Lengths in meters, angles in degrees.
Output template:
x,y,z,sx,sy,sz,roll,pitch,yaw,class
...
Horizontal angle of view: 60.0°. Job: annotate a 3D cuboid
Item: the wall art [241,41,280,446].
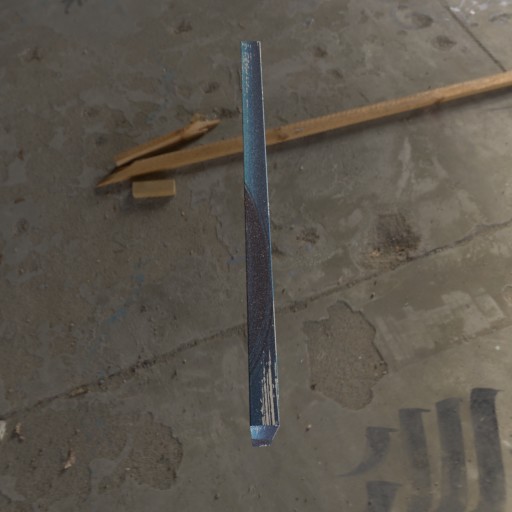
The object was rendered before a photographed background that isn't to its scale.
x,y,z,sx,sy,sz,roll,pitch,yaw,class
0.000,0.000,0.797,0.033,0.406,0.609,-2,64,-1,wall art
